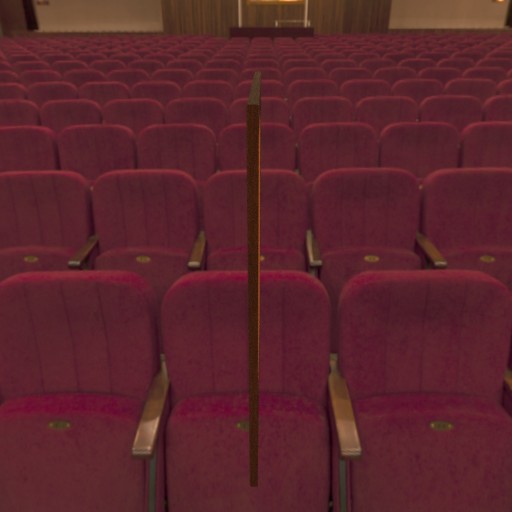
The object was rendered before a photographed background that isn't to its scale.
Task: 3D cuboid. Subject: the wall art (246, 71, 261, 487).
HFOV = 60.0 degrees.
[{"bbox_3d":[0.000,0.000,0.780,0.013,0.570,0.476,0,26,1],"label":"wall art"}]
